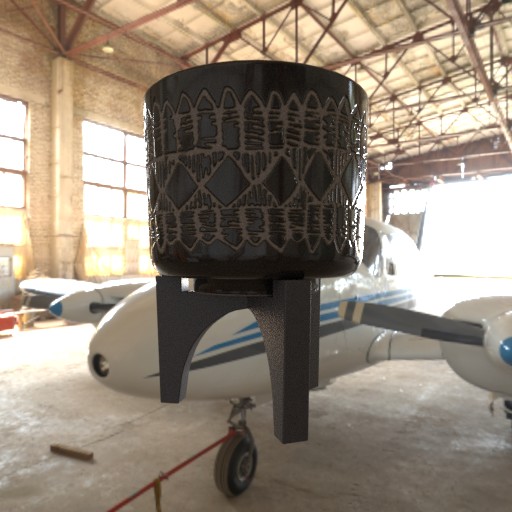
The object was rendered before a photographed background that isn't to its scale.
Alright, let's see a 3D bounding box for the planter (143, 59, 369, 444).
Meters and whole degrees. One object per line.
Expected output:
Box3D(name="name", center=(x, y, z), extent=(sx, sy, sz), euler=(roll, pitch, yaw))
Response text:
Box3D(name="planter", center=(0.000, 0.000, 0.394), extent=(0.196, 0.264, 0.196), euler=(0, -1, -19))
